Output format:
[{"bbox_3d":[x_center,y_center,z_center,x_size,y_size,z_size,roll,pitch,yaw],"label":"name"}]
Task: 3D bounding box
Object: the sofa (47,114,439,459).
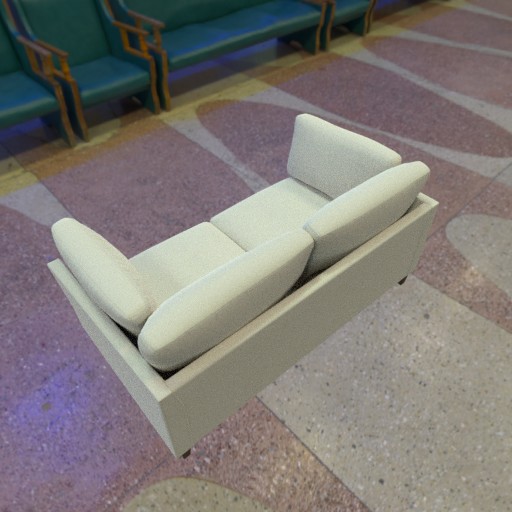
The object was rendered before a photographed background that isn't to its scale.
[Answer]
[{"bbox_3d":[0.000,0.000,2.337,1.776,0.836,0.970,-31,52,-28],"label":"sofa"}]
